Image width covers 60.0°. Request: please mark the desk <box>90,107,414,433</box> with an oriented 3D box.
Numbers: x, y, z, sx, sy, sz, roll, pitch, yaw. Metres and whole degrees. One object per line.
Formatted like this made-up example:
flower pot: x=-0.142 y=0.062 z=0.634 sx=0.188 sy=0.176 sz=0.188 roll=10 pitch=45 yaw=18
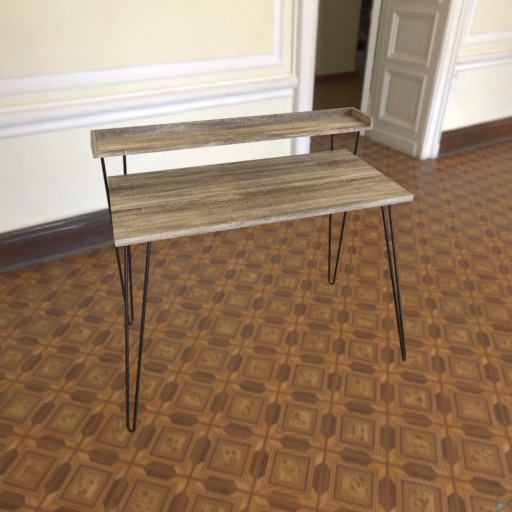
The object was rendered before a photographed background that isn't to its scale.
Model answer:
desk: x=0.000 y=0.000 z=1.693 sx=1.135 sy=0.899 sz=0.605 roll=-10 pitch=34 yaw=-15
